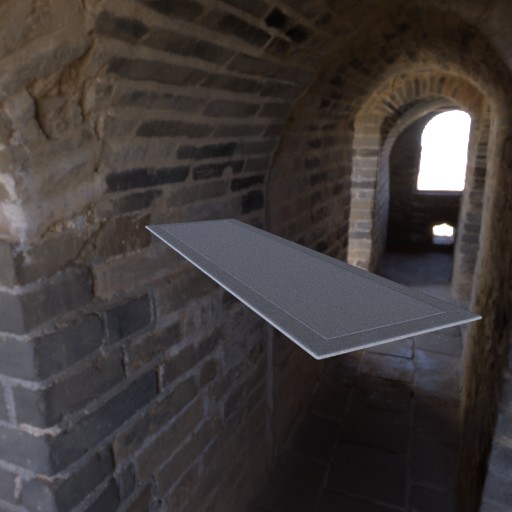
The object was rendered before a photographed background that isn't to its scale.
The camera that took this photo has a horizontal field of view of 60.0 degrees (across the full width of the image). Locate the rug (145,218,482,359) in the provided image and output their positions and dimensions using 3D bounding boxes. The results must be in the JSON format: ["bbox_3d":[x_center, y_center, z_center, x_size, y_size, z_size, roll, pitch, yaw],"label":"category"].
[{"bbox_3d":[0.000,0.000,2.599,0.759,0.012,2.430,-7,16,-25],"label":"rug"}]
